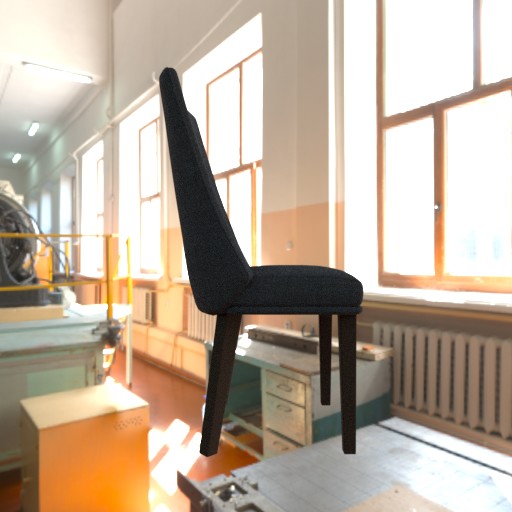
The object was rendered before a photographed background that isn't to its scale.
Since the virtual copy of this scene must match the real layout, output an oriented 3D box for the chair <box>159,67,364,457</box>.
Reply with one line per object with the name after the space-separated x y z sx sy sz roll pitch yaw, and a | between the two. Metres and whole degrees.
0.000 0.000 1.379 0.577 1.050 0.510 0 -1 0 | chair
